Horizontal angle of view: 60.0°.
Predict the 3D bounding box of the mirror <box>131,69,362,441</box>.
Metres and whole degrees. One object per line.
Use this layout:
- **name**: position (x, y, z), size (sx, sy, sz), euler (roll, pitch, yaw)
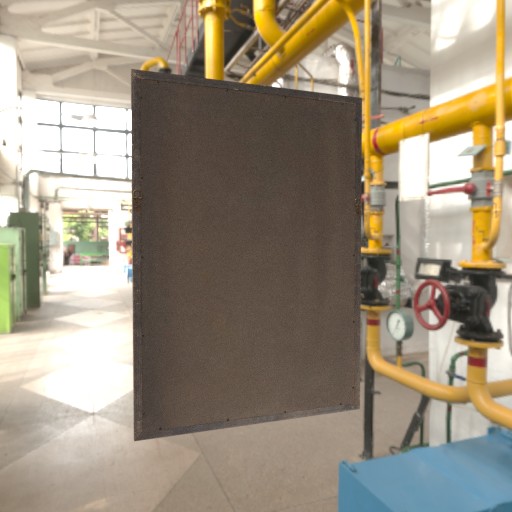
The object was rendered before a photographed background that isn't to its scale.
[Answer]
- **mirror**: position (0.000, 0.000, 1.309), size (0.705, 0.996, 0.025), euler (-1, 2, -19)
